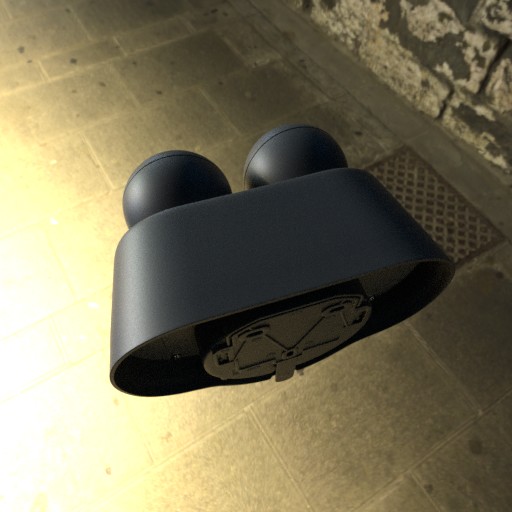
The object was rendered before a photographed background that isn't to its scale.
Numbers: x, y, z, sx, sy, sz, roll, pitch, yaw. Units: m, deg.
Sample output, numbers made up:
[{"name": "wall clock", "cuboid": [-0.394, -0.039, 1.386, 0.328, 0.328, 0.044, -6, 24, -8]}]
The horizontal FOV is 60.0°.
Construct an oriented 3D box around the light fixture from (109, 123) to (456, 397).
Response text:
[{"name": "light fixture", "cuboid": [0.000, 0.000, 0.343, 0.229, 0.159, 0.159, -15, 60, -9]}]
